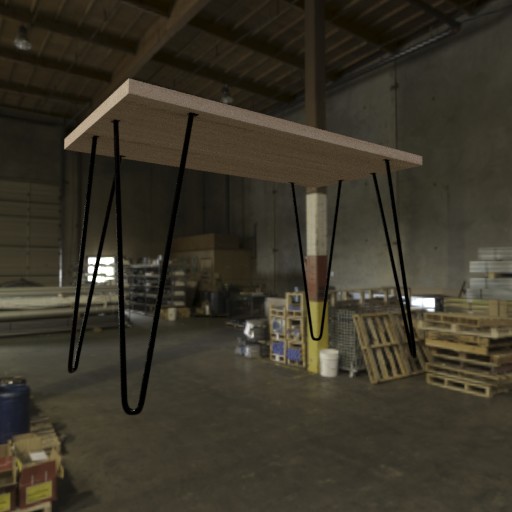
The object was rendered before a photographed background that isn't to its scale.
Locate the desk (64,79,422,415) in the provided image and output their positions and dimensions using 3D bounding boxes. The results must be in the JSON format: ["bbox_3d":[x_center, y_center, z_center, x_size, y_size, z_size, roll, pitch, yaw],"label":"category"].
[{"bbox_3d":[0.000,0.000,1.349,0.991,0.660,0.499,1,-2,-37],"label":"desk"}]
